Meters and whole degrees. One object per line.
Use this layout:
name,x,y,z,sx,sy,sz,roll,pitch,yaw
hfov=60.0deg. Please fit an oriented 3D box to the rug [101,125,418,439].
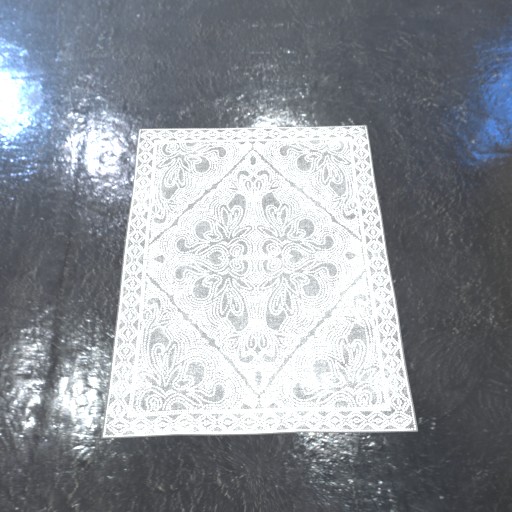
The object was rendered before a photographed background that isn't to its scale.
rug,0.000,0.000,4.031,2.438,0.012,3.048,-1,64,0
